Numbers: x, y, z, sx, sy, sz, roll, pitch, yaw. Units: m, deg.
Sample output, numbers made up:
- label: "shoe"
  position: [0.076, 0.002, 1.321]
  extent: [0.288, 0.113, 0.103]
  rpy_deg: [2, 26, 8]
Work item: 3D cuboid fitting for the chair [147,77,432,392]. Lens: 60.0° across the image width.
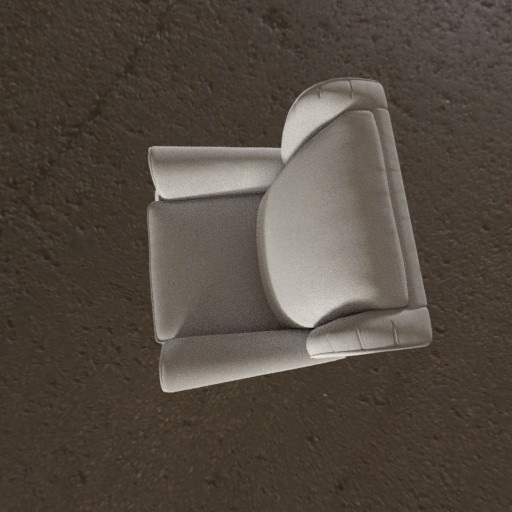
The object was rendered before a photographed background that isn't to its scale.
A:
- label: "chair"
  position: [0.000, 0.000, 1.660]
  extent: [0.854, 0.967, 0.906]
  rpy_deg: [-6, 76, -1]
